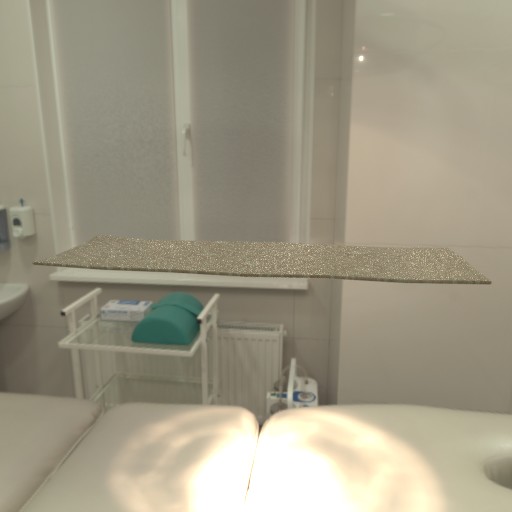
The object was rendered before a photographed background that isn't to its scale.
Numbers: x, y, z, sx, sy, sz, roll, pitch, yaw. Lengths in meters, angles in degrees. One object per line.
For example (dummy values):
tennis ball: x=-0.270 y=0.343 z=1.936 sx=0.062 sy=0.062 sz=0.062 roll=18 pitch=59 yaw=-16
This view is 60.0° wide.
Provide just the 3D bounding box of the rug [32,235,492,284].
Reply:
rug: x=0.000 y=0.000 z=2.702 sx=2.452 sy=0.051 sz=0.752 roll=2 pitch=14 yaw=7
